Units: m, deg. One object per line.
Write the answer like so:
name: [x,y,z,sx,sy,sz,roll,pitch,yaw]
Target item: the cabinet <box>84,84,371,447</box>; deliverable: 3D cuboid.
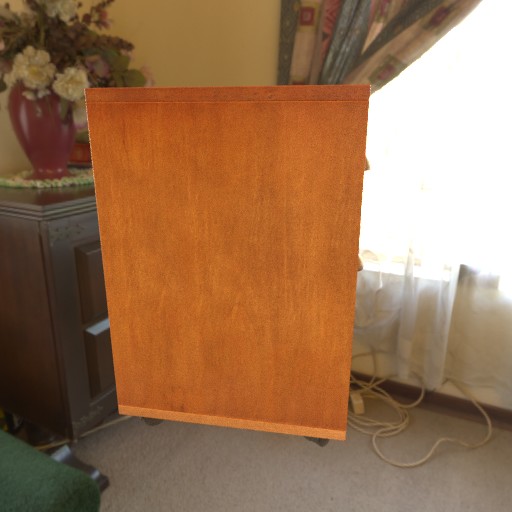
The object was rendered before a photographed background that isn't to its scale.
cabinet: [0.000,0.000,0.845,0.401,0.579,0.409,3,17,10]
